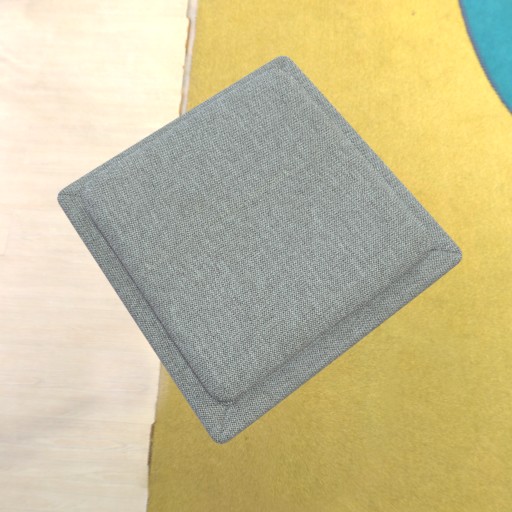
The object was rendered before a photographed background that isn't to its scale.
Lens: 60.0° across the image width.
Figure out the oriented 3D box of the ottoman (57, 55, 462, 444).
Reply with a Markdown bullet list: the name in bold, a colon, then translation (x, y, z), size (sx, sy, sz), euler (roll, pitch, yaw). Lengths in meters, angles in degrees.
- **ottoman**: translation (0.000, 0.000, 0.828), size (0.450, 0.460, 0.450), euler (-35, 77, -9)
